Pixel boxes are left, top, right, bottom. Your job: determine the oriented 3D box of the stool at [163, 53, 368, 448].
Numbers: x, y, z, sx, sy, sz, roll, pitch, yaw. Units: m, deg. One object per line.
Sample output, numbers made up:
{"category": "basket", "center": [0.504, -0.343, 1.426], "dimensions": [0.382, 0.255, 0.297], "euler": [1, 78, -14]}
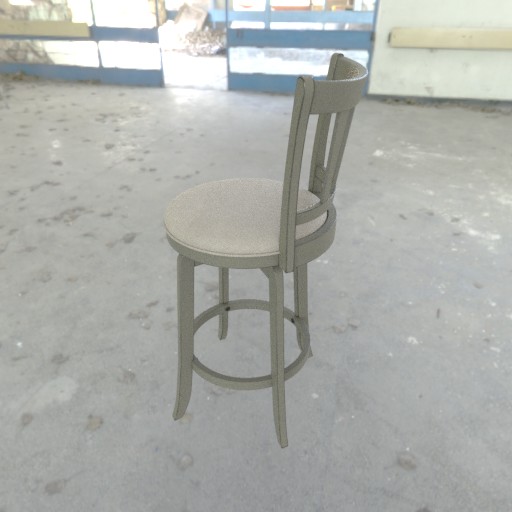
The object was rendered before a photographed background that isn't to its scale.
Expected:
{"category": "stool", "center": [0.000, 0.000, 1.224], "dimensions": [0.486, 0.994, 0.450], "euler": [9, 31, 15]}
